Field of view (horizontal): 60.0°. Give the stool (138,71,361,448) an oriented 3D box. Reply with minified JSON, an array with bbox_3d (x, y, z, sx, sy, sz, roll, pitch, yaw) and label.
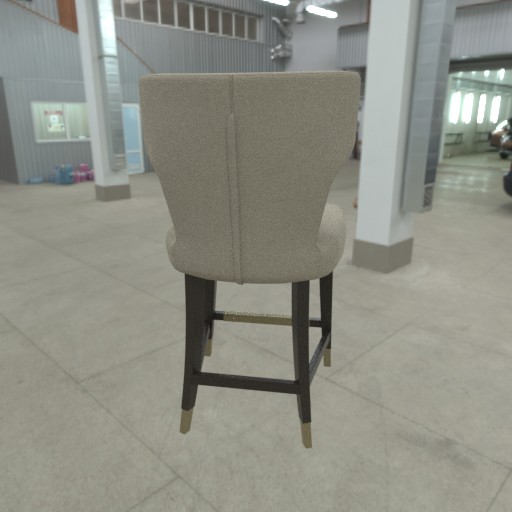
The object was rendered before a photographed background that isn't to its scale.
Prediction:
[{"bbox_3d":[0.000,0.000,1.317,0.527,0.982,0.563,3,17,9],"label":"stool"}]
